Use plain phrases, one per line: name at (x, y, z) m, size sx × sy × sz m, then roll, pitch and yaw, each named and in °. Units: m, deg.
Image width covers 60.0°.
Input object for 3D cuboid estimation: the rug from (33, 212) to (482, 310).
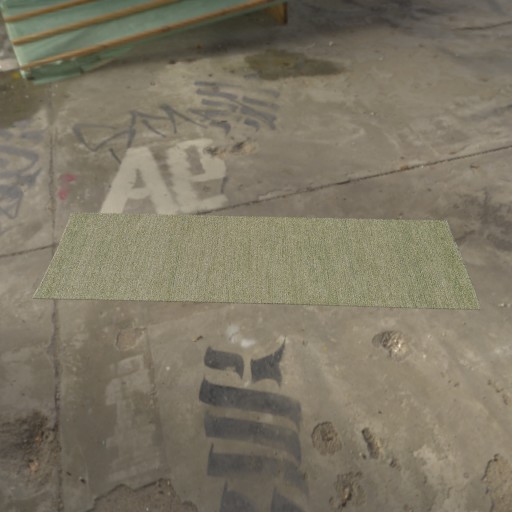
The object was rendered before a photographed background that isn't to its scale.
rug at (0.000, 0.000, 2.520) m, size 2.340 × 0.013 × 0.686 m, roll 1°, pitch 46°, yaw 1°
